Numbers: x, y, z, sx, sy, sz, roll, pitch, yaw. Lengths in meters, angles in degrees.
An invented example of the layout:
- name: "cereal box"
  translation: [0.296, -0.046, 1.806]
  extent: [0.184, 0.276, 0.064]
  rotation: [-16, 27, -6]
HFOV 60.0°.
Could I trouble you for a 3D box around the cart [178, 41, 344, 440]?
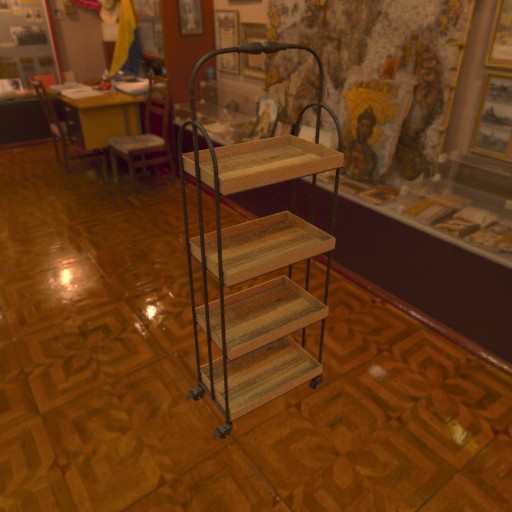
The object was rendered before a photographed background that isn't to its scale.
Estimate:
- name: "cart"
  translation: [0.000, 0.000, 1.699]
  extent: [0.581, 1.481, 0.308]
  rotation: [-18, 35, -29]
